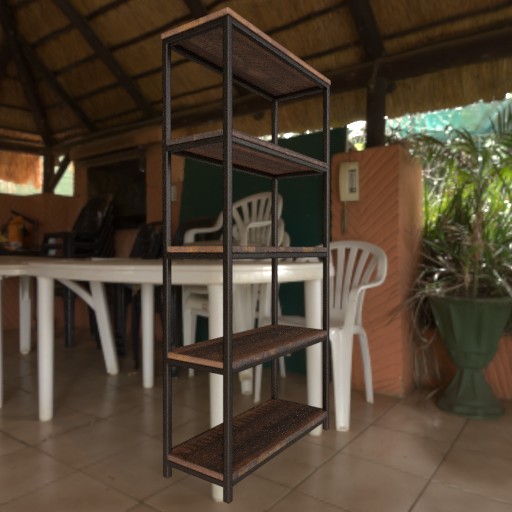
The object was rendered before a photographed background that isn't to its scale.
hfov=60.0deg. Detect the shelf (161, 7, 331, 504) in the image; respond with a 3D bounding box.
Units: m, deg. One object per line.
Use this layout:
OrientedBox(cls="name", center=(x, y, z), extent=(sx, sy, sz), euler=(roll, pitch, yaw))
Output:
OrientedBox(cls="shelf", center=(0.000, 0.000, 2.118), extent=(0.359, 1.860, 0.874), euler=(0, 1, 35))
